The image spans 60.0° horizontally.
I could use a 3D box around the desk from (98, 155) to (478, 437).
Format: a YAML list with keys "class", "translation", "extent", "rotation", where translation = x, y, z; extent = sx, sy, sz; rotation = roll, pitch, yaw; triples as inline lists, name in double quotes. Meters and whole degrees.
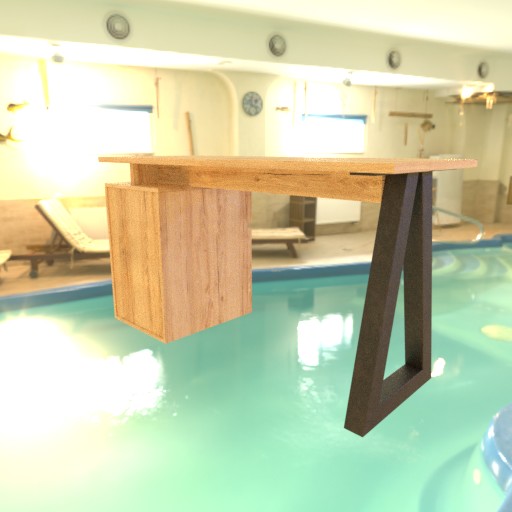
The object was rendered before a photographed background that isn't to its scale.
- class: "desk"
  translation: [0.000, 0.000, 1.756]
  extent: [1.400, 0.760, 0.550]
  rotation: [13, 18, 42]
